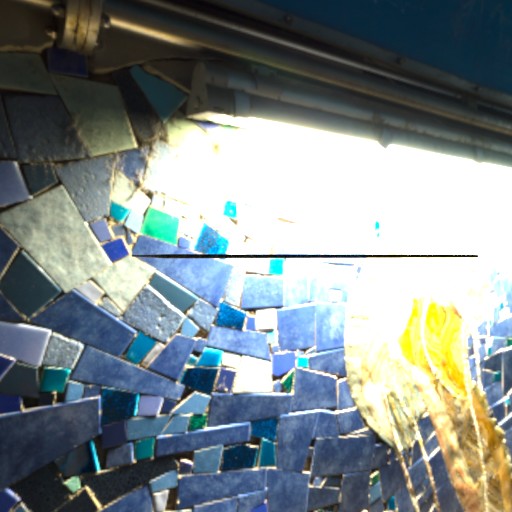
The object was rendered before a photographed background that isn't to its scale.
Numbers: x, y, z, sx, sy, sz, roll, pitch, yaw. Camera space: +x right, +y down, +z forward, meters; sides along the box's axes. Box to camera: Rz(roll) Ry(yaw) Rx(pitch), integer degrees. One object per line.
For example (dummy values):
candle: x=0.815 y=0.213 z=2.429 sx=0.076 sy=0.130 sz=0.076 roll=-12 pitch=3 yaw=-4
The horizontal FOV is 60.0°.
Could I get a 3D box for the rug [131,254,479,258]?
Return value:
rug: x=0.000 y=0.000 z=2.255 sx=1.158 sy=0.013 sz=1.752 roll=0 pitch=0 yaw=-18
